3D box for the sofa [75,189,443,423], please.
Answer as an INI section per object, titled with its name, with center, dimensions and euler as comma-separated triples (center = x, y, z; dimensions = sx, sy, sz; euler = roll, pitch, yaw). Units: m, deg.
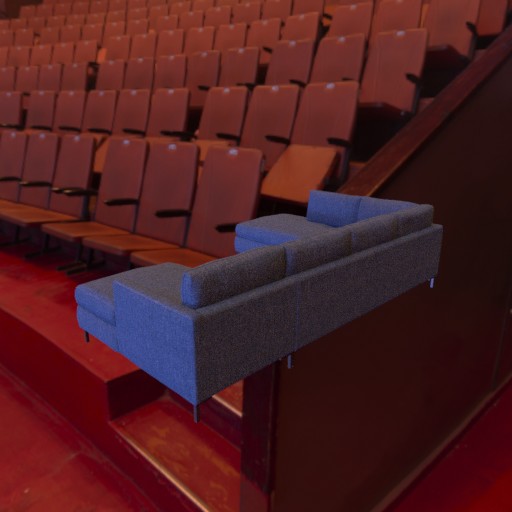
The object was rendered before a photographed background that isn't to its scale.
[sofa]
center = 0.000, 0.000, 3.566
dimensions = 2.737, 0.753, 1.879
euler = -16, 23, -43
